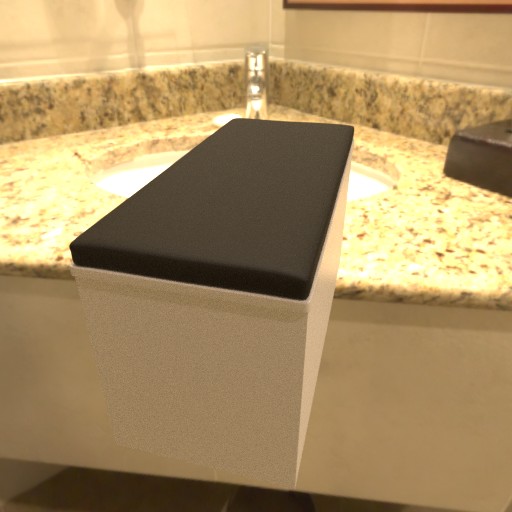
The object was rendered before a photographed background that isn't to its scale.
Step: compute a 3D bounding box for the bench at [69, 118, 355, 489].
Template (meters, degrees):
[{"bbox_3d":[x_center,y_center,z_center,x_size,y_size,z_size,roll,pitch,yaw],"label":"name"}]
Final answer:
[{"bbox_3d":[0.000,0.000,1.162,0.401,0.500,0.899,8,31,13],"label":"bench"}]
